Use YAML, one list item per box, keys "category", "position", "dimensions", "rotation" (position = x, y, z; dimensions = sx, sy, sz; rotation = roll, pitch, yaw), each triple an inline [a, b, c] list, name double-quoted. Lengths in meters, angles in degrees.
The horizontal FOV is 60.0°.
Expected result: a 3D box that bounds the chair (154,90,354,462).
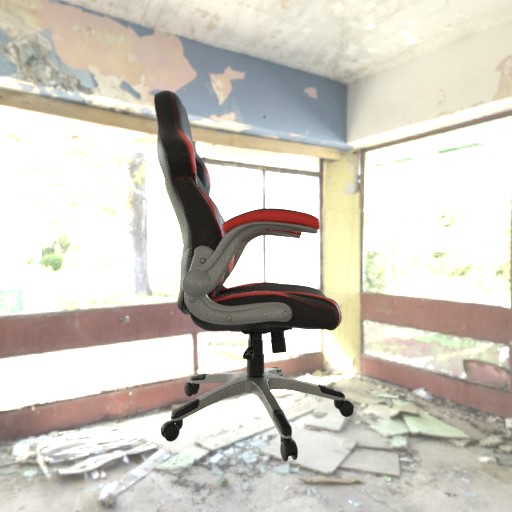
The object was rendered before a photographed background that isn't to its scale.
- category: "chair"
  position: [0.000, 0.000, 1.616]
  dimensions: [0.712, 1.165, 0.758]
  rotation: [0, 1, 1]
